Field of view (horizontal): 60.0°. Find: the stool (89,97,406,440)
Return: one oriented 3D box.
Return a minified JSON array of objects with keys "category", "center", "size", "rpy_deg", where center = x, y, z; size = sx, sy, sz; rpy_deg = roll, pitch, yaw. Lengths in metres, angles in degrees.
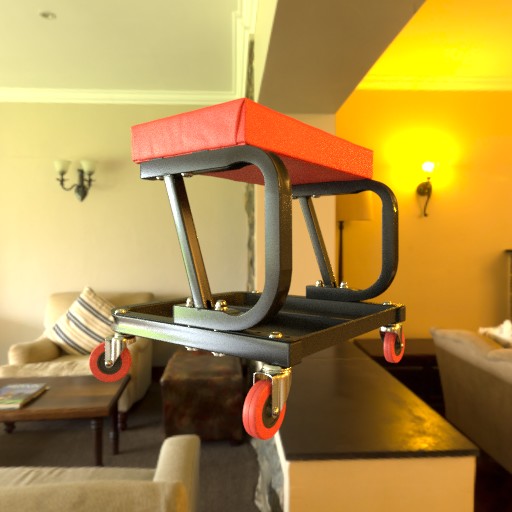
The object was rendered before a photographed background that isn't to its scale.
[{"category":"stool","center":[0.000,0.000,0.728],"size":[0.371,0.380,0.446],"rpy_deg":[1,2,38]}]
